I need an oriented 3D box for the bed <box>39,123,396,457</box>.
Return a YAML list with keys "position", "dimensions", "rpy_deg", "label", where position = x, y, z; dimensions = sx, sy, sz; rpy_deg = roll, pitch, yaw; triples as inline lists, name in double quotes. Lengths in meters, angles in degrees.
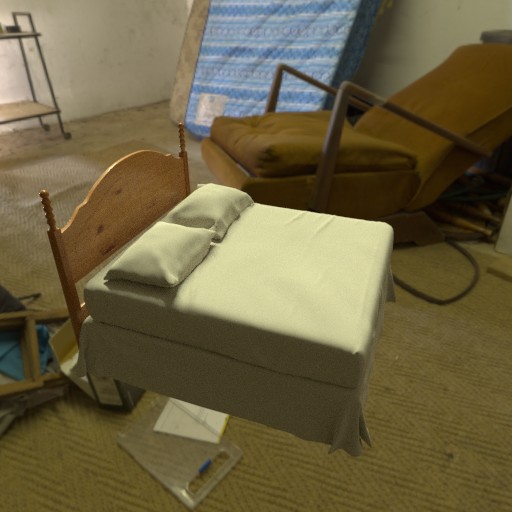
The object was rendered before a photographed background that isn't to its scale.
- position: [0.000, 0.000, 3.205]
  dimensions: [2.040, 1.356, 1.873]
  rpy_deg: [11, 32, 17]
  label: "bed"
